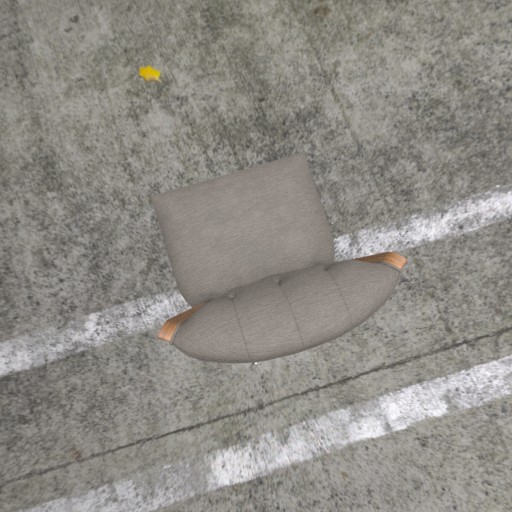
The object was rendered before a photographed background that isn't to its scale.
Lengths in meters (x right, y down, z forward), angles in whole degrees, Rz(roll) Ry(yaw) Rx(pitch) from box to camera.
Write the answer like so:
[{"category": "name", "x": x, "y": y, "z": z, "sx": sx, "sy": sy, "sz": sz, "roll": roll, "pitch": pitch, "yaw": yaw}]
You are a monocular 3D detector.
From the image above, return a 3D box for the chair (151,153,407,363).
[{"category": "chair", "x": 0.000, "y": 0.000, "z": 1.279, "sx": 0.513, "sy": 0.905, "sz": 0.584, "roll": -17, "pitch": 77, "yaw": -4}]
